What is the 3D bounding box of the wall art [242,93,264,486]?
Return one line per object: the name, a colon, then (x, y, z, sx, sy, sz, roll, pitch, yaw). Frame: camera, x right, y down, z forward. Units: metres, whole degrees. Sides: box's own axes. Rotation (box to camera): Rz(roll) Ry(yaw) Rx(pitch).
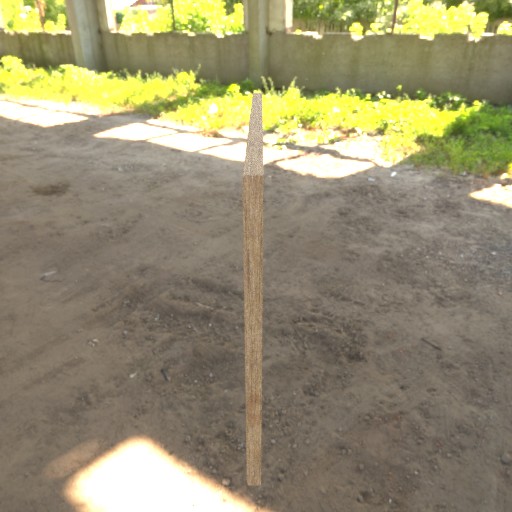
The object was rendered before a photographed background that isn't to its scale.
wall art: (0.000, 0.000, 0.980, 0.026, 0.588, 0.690, 0, 28, 1)
